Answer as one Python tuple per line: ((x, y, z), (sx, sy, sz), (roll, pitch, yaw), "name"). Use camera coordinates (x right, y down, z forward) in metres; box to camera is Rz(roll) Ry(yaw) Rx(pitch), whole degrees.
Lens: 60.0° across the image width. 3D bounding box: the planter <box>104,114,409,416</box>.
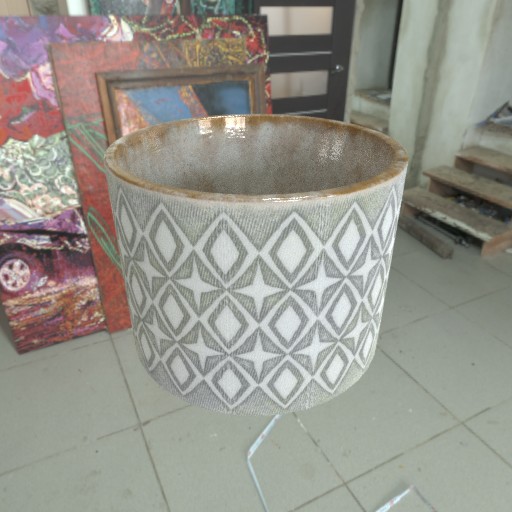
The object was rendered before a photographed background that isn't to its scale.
((0.000, 0.000, 0.440), (0.255, 0.223, 0.255), (0, 29, 0), "planter")
